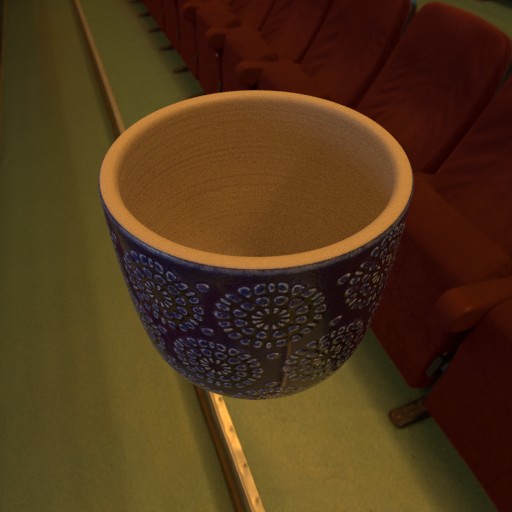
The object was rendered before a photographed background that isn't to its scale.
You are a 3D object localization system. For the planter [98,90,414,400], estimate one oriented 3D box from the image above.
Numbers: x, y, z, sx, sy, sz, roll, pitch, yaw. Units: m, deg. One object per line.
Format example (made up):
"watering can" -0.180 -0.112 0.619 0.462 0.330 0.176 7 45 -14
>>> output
"planter" 0.000 0.000 0.287 0.165 0.149 0.165 0 45 0
